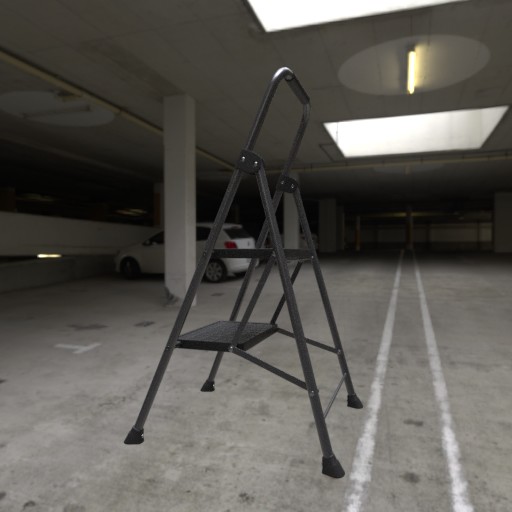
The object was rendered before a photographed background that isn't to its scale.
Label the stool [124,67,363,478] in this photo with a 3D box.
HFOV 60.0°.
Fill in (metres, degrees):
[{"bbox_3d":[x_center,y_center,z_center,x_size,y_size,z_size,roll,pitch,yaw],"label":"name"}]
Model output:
[{"bbox_3d":[0.000,0.000,1.160,0.514,0.872,0.450,0,1,19],"label":"stool"}]
